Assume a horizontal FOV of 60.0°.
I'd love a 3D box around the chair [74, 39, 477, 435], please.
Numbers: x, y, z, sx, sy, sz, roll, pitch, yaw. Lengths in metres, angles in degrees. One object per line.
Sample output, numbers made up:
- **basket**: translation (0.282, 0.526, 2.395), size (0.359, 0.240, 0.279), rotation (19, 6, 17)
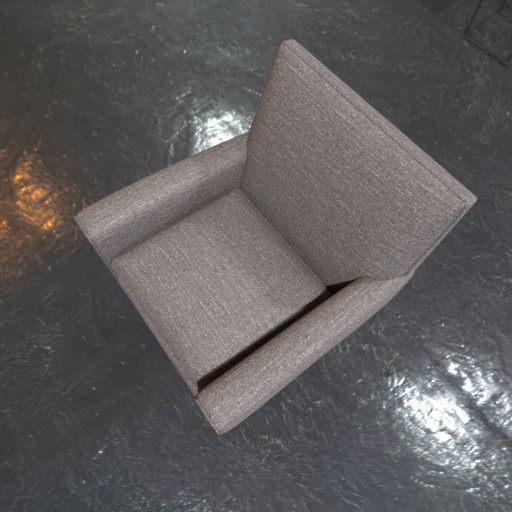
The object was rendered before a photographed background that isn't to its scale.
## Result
- **chair**: translation (0.000, 0.000, 1.549), size (0.875, 0.885, 0.838), rotation (-34, 69, -15)
